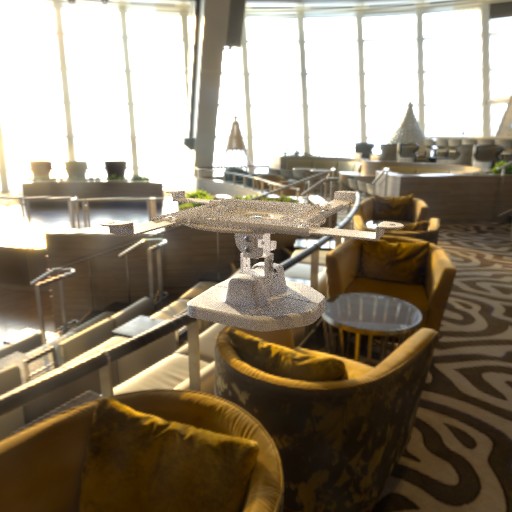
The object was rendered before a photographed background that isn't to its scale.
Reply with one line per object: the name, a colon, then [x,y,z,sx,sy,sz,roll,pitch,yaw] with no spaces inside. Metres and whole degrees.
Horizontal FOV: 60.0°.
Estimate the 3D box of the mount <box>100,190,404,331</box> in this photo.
mount: [0.000,0.000,0.598,0.394,0.141,0.394,7,17,26]
